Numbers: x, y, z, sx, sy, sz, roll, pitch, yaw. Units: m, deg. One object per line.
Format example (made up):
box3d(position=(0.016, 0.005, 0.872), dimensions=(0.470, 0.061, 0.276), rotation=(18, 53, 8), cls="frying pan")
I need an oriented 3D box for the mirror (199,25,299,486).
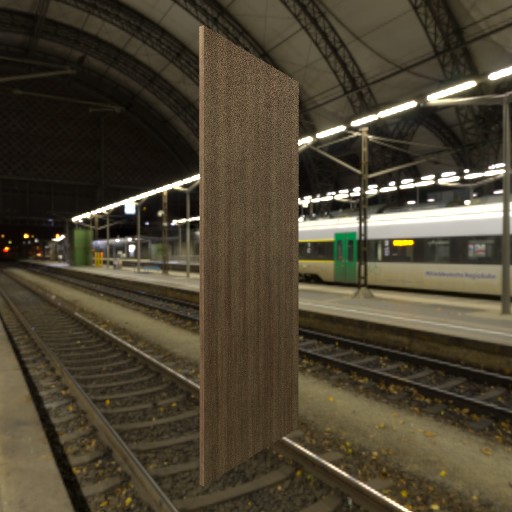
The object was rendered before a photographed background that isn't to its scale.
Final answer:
box3d(position=(0.000, 0.000, 2.289), dimensions=(0.025, 2.032, 0.812), rotation=(0, 1, 36), cls="mirror")
